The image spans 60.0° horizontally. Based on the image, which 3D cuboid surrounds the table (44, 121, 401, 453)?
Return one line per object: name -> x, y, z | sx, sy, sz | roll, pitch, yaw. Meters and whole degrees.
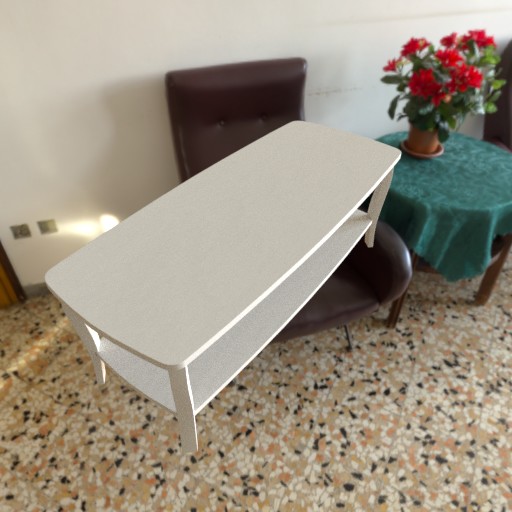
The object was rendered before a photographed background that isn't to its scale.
table -> 0.000, 0.000, 1.629 | 0.561, 0.474, 1.334 | 26, 46, 27
